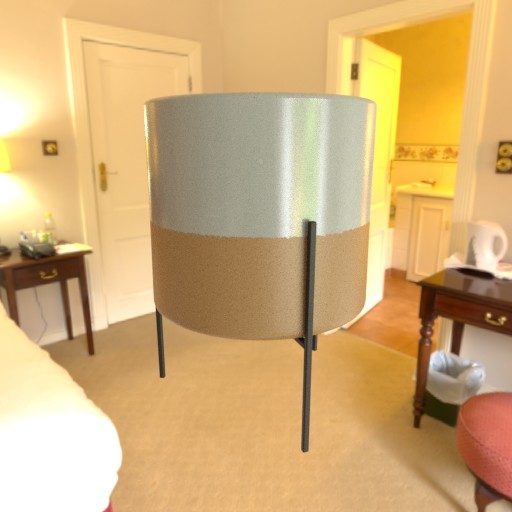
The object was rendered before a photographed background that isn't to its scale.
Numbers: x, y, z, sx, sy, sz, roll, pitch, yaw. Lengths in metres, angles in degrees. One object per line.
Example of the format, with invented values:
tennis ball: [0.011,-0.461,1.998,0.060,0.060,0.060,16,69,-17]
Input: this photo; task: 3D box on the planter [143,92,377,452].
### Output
planter: [0.000,0.000,0.733,0.360,0.480,0.348,2,15,9]
